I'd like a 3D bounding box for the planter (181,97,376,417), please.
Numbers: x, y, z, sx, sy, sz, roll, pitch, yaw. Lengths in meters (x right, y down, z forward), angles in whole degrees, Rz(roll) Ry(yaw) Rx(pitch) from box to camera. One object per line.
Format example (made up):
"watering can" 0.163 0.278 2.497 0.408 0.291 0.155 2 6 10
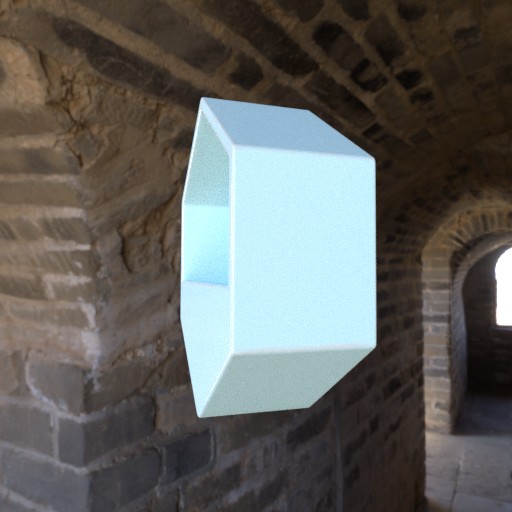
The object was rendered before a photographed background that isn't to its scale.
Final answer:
"planter" 0.000 0.000 0.297 0.078 0.207 0.169 1 -2 -17
